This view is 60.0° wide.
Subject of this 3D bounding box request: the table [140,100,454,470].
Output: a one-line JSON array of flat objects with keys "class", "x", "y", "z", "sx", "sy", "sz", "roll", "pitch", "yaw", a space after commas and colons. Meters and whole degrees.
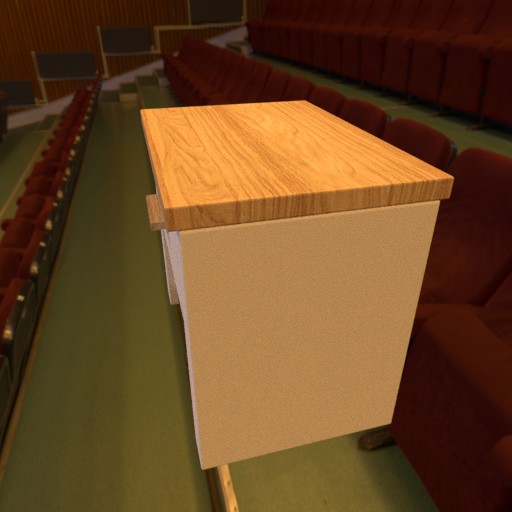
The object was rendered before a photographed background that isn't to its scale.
[{"class": "table", "x": 0.000, "y": 0.000, "z": 0.811, "sx": 0.360, "sy": 0.440, "sz": 0.500, "roll": -8, "pitch": 31, "yaw": -13}]
